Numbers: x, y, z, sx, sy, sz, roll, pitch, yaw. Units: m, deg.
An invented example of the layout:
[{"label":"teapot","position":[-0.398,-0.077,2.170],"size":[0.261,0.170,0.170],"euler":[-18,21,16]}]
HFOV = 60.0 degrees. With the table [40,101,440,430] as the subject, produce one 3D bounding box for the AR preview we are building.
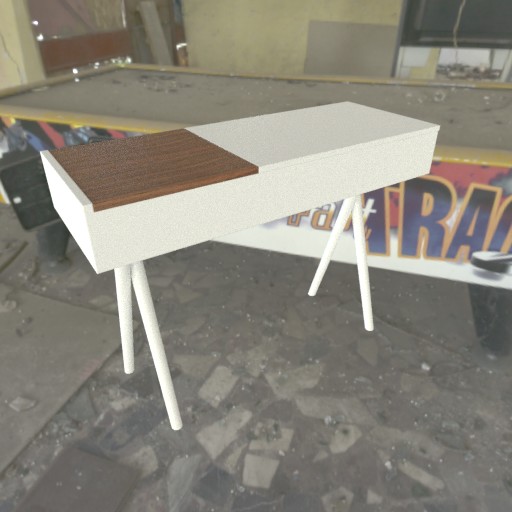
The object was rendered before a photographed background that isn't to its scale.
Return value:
[{"label":"table","position":[0.000,0.000,1.446],"size":[1.066,0.785,0.418],"euler":[-19,36,-28]}]
